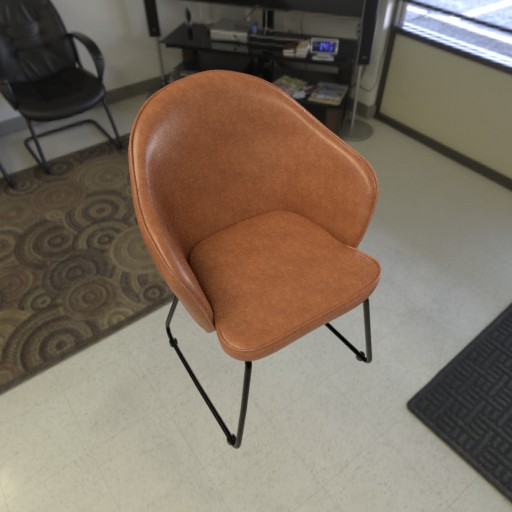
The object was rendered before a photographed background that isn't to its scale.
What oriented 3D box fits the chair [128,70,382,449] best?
[{"bbox_3d":[0.000,0.000,1.200,0.582,0.785,0.580,-25,51,-23],"label":"chair"}]
